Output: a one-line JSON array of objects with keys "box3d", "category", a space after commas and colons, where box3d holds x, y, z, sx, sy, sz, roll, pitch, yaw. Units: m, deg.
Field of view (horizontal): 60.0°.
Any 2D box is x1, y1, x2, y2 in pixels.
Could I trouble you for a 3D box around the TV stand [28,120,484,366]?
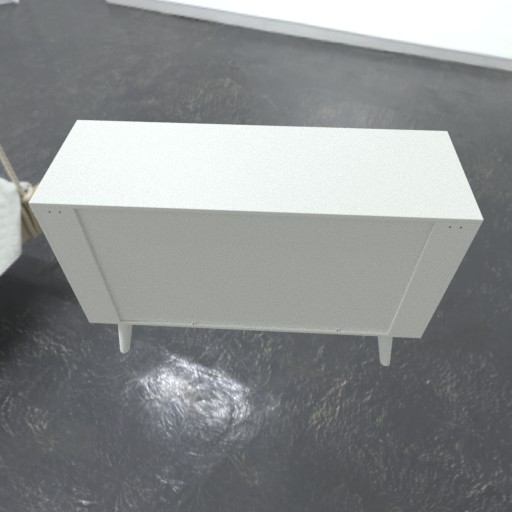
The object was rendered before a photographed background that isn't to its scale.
[{"box3d": [0.000, 0.000, 1.597, 1.193, 0.812, 0.406, 2, 49, 2], "category": "TV stand"}]
